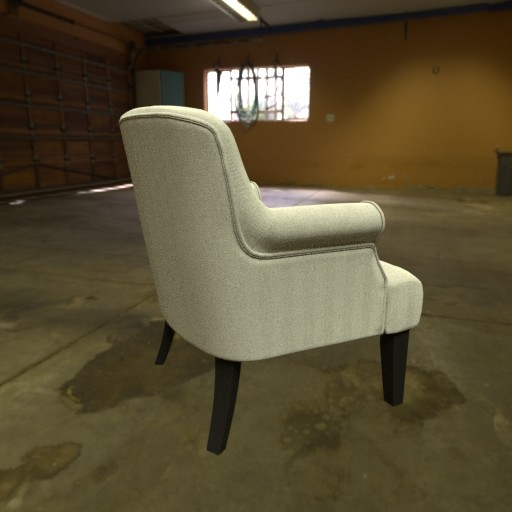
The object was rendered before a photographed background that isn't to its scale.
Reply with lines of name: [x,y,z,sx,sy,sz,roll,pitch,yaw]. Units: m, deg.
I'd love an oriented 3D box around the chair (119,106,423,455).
chair: [0.000,0.000,1.415,0.750,0.875,0.781,-7,16,-26]
